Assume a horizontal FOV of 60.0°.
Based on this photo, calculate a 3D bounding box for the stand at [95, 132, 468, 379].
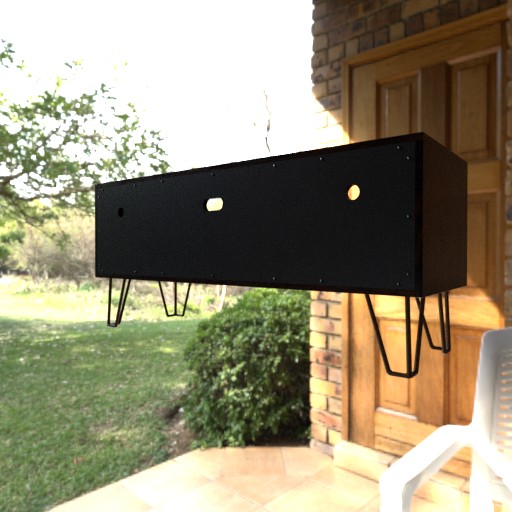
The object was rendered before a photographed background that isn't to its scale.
[{"bbox_3d":[0.000,0.000,1.671,1.372,0.610,0.481,0,1,37],"label":"stand"}]
